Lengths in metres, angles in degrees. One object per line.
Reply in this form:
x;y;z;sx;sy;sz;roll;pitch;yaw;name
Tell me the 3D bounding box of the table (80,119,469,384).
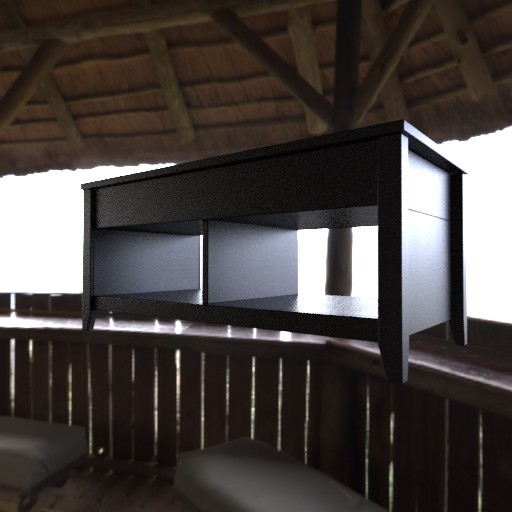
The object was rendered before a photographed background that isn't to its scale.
0.000;0.000;1.260;1.016;0.457;0.483;-1;-1;38;table
